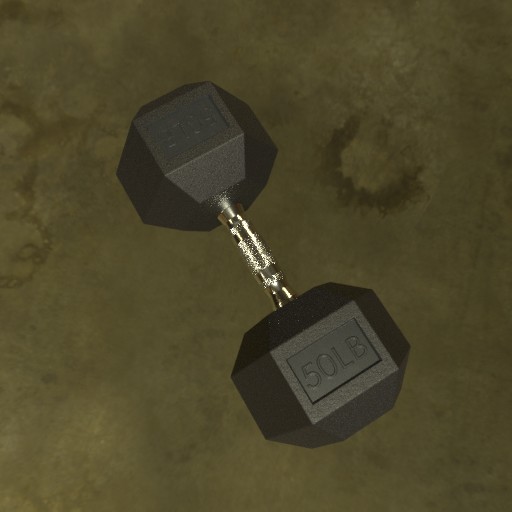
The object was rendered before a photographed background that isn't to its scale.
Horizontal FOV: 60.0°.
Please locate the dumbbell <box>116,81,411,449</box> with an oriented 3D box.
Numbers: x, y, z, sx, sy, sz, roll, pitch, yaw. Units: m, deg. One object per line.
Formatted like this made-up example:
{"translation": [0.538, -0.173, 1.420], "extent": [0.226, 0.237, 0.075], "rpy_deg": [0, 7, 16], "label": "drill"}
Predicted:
{"translation": [0.000, 0.000, 0.474], "extent": [0.173, 0.150, 0.384], "rpy_deg": [-30, 78, -7], "label": "dumbbell"}
